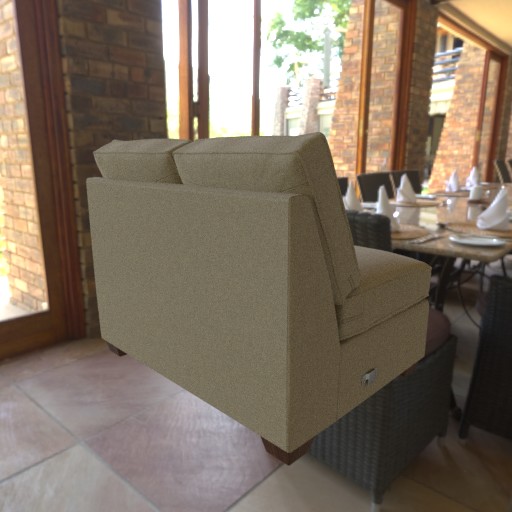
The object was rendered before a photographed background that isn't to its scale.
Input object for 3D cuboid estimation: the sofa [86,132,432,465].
[{"bbox_3d":[0.000,0.000,1.969,1.237,1.008,0.951,13,18,44],"label":"sofa"}]
